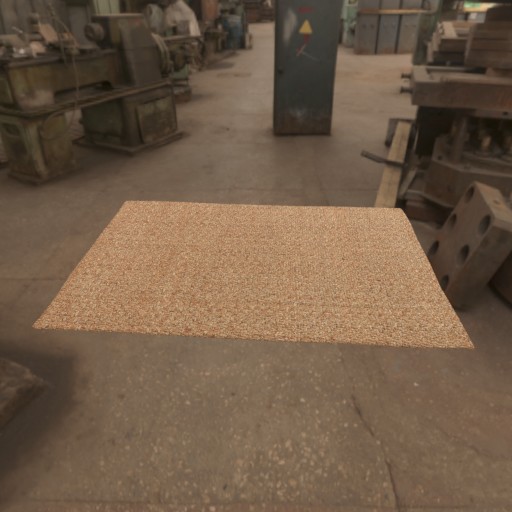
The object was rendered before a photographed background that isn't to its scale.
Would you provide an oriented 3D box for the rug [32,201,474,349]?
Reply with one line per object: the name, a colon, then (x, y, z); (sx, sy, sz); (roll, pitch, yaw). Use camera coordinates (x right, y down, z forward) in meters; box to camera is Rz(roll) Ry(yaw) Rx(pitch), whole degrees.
rug: (0.000, 0.000, 2.769); (2.141, 0.013, 1.566); (2, 31, 3)
